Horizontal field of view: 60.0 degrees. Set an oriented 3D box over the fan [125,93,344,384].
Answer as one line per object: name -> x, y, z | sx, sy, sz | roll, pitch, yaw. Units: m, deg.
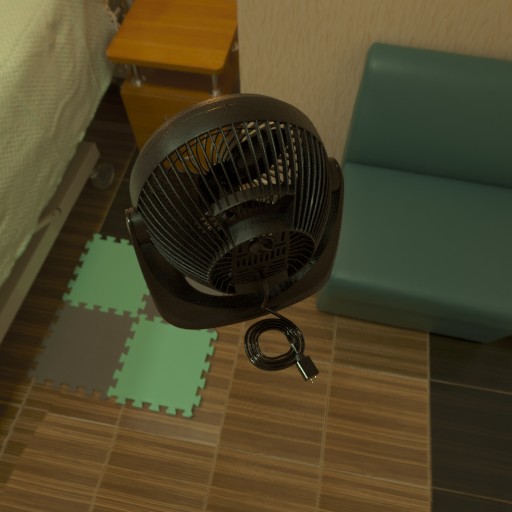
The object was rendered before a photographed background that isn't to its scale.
fan -> 0.000, 0.000, 0.507 | 0.273, 0.277, 0.256 | -16, 60, -10
